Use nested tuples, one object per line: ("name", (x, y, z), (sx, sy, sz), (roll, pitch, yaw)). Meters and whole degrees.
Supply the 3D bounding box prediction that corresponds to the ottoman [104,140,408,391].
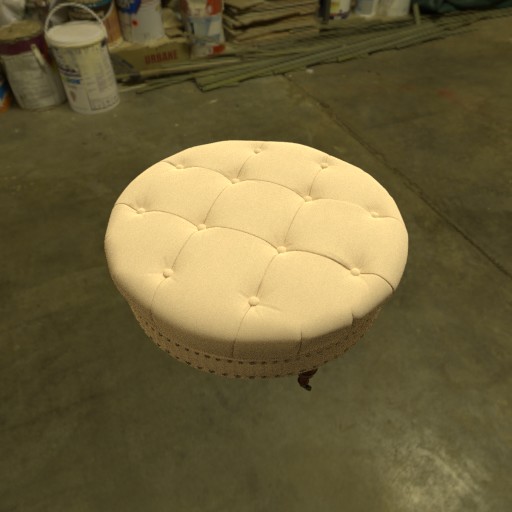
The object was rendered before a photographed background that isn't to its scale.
("ottoman", (0.000, 0.000, 1.455), (0.901, 0.439, 0.901), (0, 46, 0))
